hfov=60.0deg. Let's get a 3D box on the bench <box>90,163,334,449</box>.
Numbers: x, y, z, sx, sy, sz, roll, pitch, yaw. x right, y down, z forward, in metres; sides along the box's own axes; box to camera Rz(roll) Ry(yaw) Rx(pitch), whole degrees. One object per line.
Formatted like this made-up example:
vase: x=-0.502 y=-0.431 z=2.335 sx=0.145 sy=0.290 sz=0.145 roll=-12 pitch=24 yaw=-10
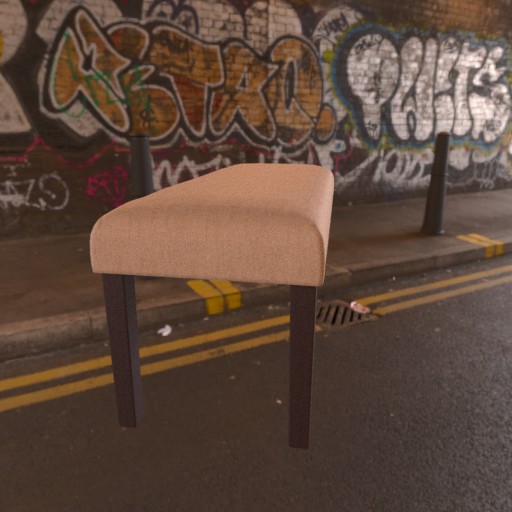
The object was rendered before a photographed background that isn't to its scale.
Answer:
bench: x=0.000 y=0.000 z=1.250 sx=0.407 sy=0.456 sz=1.013 roll=3 pitch=16 yaw=10
